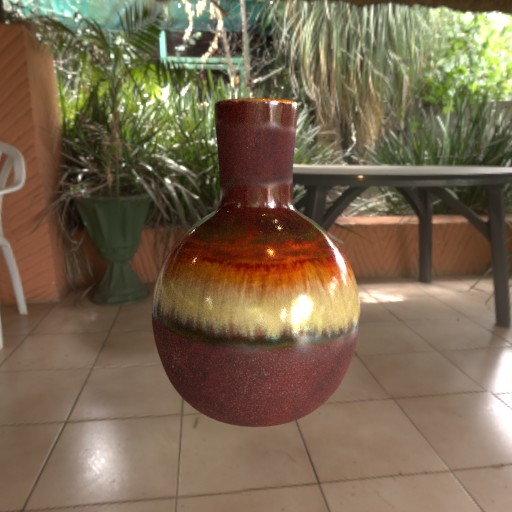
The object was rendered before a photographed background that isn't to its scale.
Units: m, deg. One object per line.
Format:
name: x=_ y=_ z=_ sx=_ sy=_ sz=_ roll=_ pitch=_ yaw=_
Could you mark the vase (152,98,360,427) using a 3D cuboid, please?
vase: x=0.000 y=0.000 z=0.235 sx=0.111 sy=0.154 sz=0.111 roll=0 pitch=13 yaw=0
